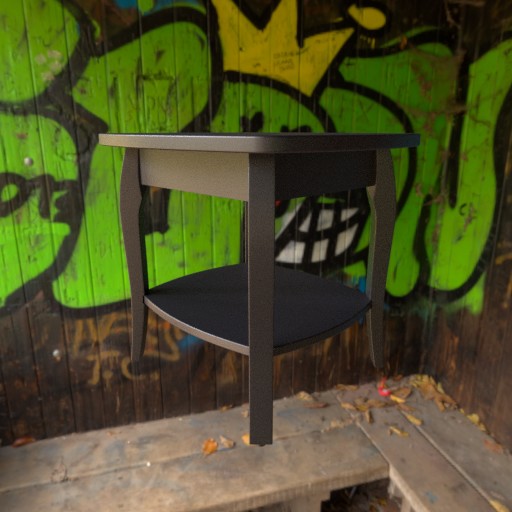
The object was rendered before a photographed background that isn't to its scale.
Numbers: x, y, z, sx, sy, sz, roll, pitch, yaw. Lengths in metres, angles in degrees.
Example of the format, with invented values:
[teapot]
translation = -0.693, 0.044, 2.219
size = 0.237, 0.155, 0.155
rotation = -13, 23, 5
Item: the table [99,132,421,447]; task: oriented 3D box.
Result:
[table]
translation = 0.000, 0.000, 0.857
size = 0.457, 0.457, 0.508
rotation = -15, 22, -42
